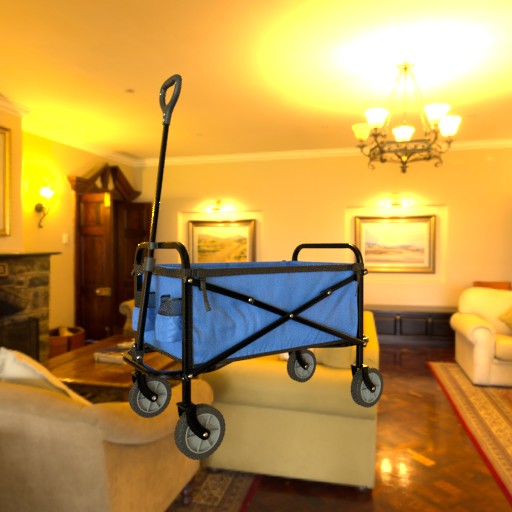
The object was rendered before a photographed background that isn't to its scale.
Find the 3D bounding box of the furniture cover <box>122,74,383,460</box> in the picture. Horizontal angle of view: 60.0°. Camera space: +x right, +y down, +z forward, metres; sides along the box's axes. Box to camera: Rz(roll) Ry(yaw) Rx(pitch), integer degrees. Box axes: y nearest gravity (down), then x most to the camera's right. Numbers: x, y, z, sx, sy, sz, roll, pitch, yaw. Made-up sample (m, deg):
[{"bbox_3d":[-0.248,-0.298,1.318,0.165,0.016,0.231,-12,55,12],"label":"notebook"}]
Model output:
[{"bbox_3d":[0.000,0.000,1.820,1.038,1.295,0.532,-1,1,-35],"label":"furniture cover"}]
